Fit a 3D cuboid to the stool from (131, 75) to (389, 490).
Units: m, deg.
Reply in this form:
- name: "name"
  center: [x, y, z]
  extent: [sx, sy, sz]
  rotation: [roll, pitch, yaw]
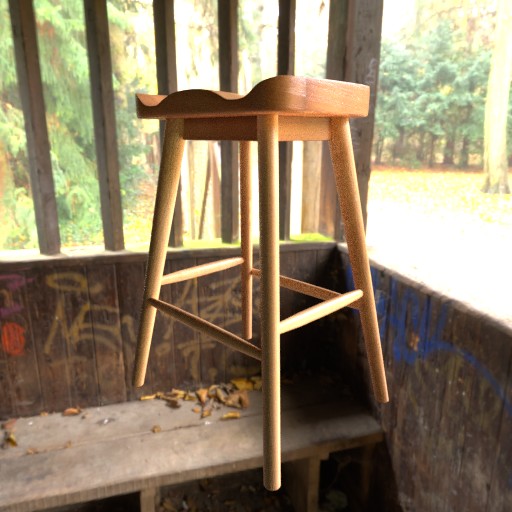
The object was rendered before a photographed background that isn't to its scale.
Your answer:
- name: "stool"
  center: [0.000, 0.000, 0.878]
  extent: [0.361, 0.615, 0.440]
  rotation: [-15, 21, -43]
